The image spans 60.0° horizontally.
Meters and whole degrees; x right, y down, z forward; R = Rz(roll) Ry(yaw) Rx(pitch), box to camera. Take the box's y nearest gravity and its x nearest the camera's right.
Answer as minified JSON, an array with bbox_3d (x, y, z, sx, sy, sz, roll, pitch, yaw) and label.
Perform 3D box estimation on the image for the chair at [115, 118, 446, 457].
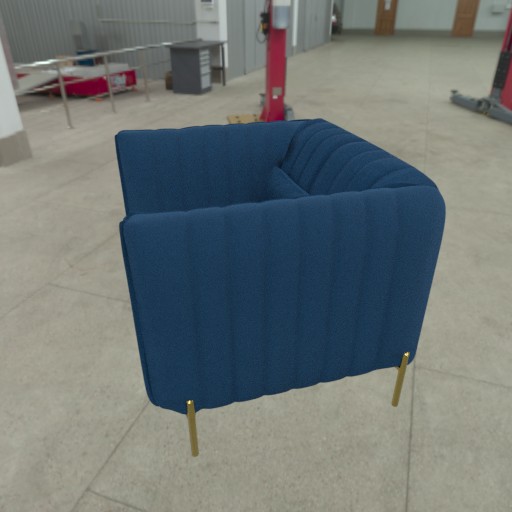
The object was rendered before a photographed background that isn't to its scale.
[{"bbox_3d":[0.000,0.000,1.609,0.877,0.793,0.947,-8,31,-14],"label":"chair"}]
